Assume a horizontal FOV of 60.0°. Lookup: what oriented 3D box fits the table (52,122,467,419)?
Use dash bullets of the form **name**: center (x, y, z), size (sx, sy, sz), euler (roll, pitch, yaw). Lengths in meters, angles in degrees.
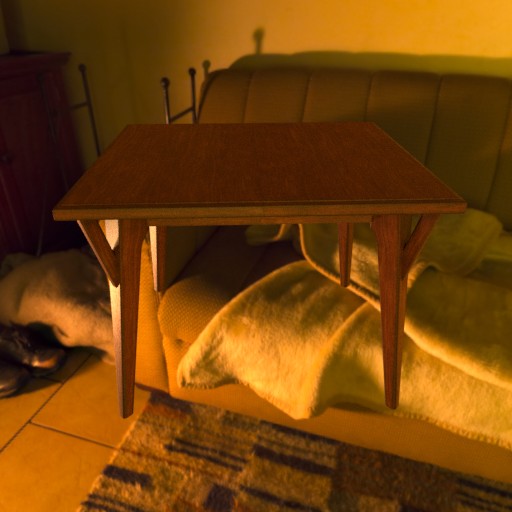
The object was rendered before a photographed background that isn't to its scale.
- **table**: center (0.000, 0.000, 1.603), size (0.991, 0.761, 0.838), euler (-1, 30, -2)
